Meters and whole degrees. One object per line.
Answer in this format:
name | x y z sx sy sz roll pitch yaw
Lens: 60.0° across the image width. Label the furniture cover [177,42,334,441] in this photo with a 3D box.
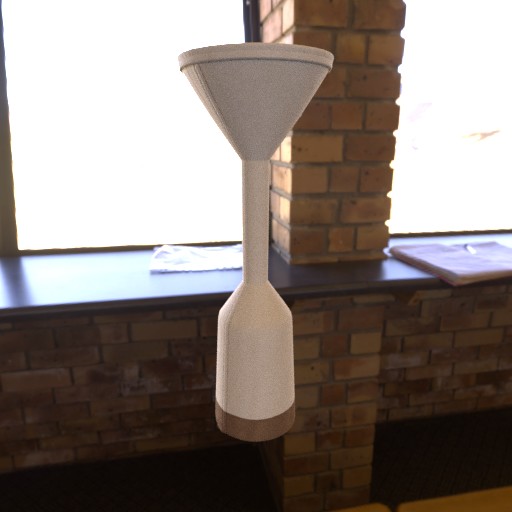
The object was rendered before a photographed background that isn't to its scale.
furniture cover | 0.000 0.000 2.919 0.914 2.413 0.914 -13 20 -41
